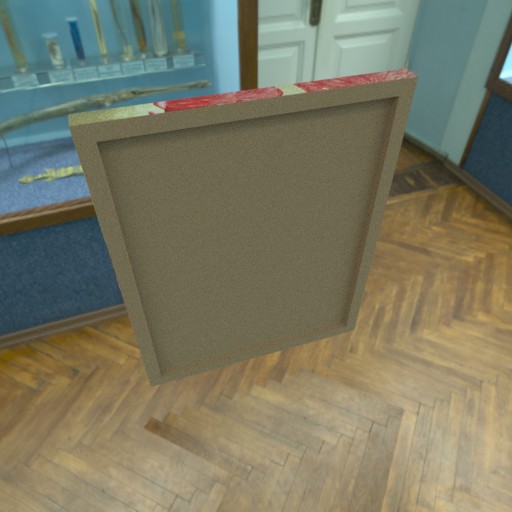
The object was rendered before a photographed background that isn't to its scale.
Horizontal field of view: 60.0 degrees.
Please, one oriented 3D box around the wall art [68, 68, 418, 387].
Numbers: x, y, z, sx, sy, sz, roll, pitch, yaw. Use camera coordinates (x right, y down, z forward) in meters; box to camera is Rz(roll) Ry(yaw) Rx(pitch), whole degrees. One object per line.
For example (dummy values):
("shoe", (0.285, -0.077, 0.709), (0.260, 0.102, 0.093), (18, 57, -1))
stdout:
("wall art", (0.000, 0.000, 0.677), (0.406, 0.508, 0.028), (-13, 45, -13))
